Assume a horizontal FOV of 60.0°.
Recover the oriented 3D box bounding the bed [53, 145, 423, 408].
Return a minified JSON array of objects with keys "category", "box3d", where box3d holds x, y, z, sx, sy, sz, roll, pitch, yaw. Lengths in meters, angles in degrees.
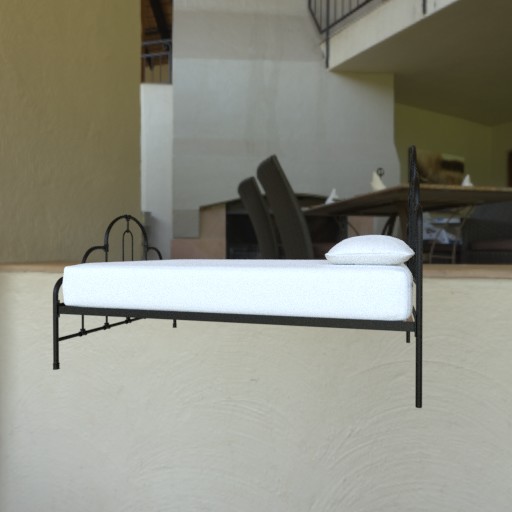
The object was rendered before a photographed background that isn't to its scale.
[{"category":"bed","box3d":[0.000,0.000,3.219,2.181,1.444,1.626,0,1,17]}]
